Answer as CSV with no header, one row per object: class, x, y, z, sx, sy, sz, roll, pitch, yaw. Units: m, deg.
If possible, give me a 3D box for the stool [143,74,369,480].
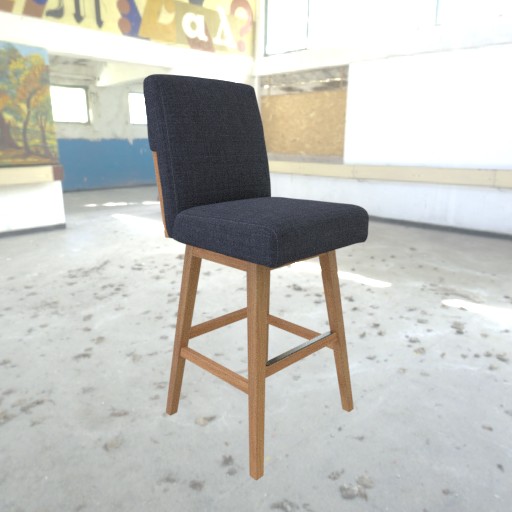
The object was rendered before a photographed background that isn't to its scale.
stool,0.000,0.000,1.420,0.483,1.112,0.570,-14,20,-43
